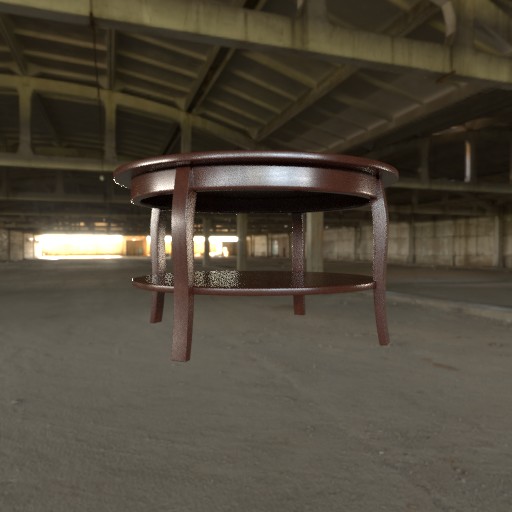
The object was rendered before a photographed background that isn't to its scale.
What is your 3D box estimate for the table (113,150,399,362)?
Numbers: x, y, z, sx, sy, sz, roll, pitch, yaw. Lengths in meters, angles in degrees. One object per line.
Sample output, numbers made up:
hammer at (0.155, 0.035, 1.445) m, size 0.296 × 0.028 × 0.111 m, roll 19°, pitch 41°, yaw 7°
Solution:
table at (0.000, 0.000, 1.491) m, size 0.911 × 0.512 × 0.911 m, roll 0°, pitch 1°, yaw 0°
